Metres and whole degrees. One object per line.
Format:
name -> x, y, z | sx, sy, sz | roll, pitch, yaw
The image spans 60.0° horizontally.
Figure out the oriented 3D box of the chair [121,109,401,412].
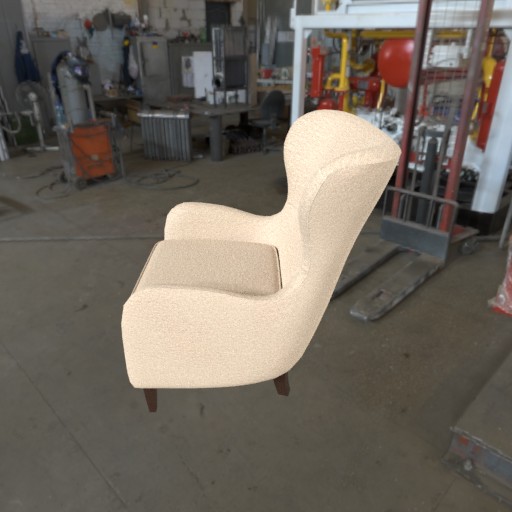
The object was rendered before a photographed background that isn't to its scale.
chair -> 0.000, 0.000, 1.850 | 0.984, 1.064, 0.861 | 0, 27, 0
